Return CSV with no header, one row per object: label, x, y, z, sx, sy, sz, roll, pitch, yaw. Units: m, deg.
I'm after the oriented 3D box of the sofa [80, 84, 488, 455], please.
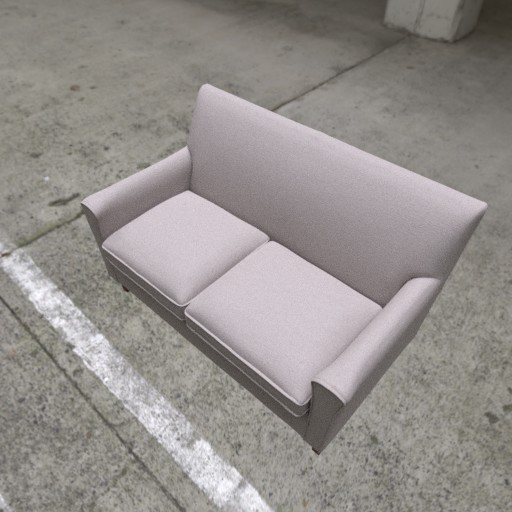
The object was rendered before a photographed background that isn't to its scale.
sofa,0.000,0.000,2.029,1.482,0.890,0.888,33,54,28
